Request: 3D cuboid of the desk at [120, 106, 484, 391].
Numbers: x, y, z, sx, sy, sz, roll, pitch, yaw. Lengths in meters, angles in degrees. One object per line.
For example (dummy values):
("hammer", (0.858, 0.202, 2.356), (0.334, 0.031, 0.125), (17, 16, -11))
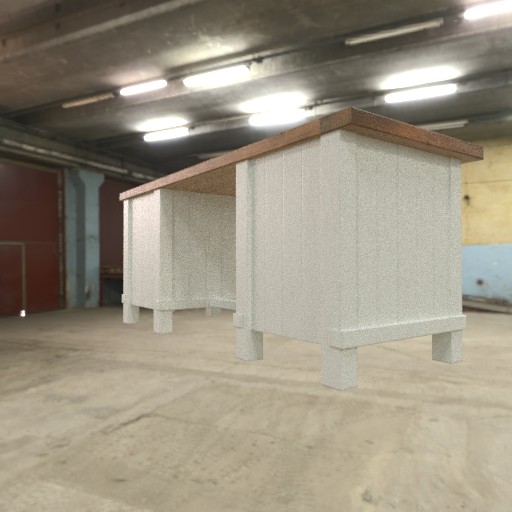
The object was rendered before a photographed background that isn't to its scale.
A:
("desk", (0.000, 0.000, 2.097), (0.688, 0.760, 1.803), (1, -1, -36))
